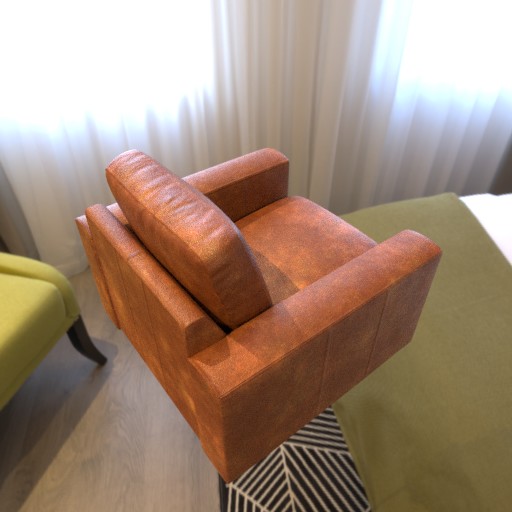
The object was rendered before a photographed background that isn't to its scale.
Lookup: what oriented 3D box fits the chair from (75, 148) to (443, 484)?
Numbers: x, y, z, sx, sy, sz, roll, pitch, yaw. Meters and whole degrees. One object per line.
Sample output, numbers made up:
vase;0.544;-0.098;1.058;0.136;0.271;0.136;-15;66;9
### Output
chair;0.000;0.000;1.736;1.016;0.873;1.005;-27;48;-28
